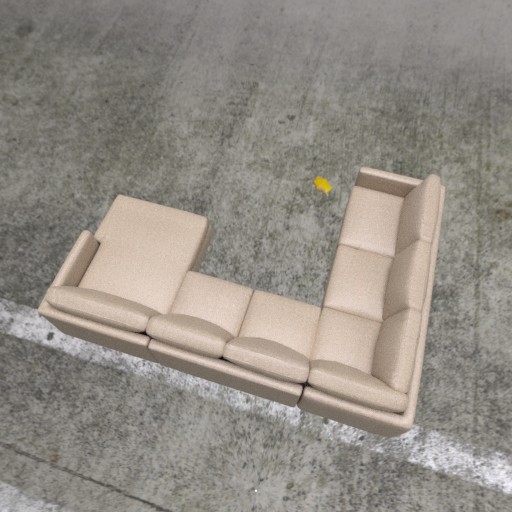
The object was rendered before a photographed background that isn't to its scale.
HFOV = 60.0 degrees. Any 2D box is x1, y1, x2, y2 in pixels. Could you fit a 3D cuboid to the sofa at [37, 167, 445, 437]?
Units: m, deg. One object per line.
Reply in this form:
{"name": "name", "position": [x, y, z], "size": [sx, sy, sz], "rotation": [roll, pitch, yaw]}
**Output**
{"name": "sofa", "position": [0.000, 0.000, 4.595], "size": [3.460, 0.961, 2.594], "rotation": [15, 63, 8]}
